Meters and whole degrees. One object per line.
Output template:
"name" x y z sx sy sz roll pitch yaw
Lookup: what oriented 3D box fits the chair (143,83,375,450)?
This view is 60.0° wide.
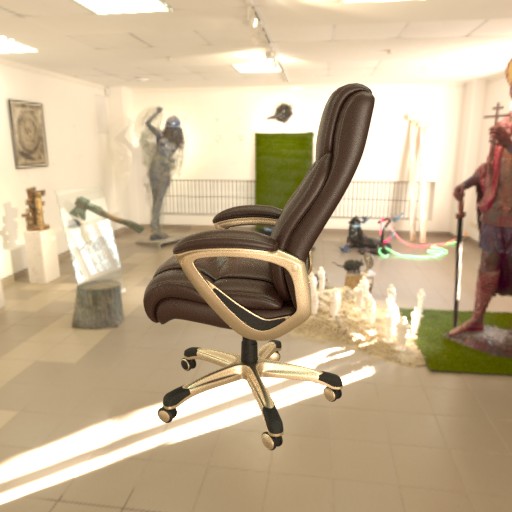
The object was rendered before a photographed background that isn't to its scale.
"chair" 0.000 0.000 1.675 0.749 1.194 0.692 2 14 7
